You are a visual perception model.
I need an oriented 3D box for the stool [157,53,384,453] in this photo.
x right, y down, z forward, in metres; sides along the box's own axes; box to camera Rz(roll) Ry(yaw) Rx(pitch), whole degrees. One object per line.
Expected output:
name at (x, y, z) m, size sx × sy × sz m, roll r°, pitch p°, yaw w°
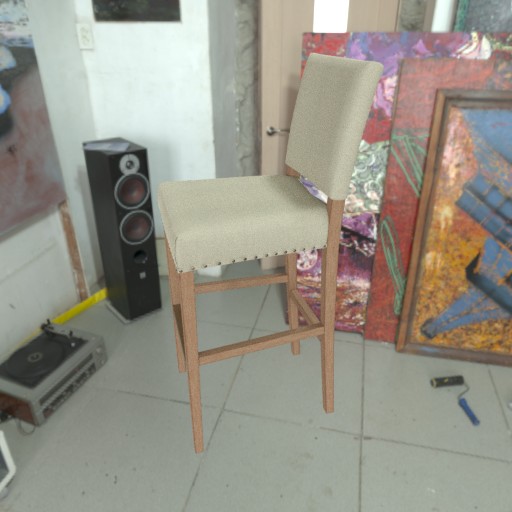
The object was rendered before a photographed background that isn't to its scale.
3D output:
stool at (0.000, 0.000, 1.400) m, size 0.546 × 1.143 × 0.428 m, roll -8°, pitch 29°, yaw -15°
